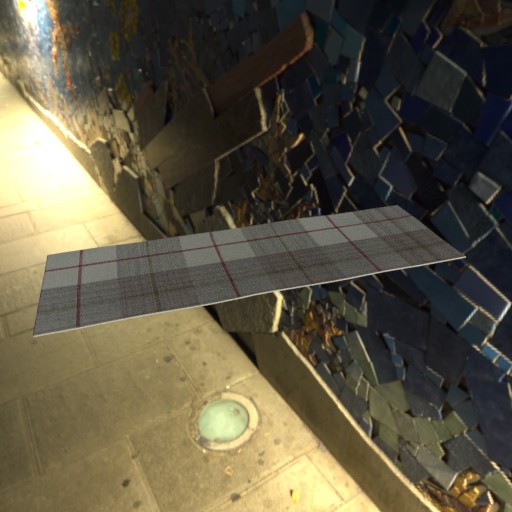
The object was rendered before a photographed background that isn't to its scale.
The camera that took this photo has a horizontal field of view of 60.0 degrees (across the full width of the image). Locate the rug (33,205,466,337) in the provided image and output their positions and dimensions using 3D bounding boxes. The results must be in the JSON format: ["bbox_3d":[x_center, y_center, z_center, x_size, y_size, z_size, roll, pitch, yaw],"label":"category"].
[{"bbox_3d":[0.000,0.000,2.705,2.439,0.013,0.762,-9,33,-14],"label":"rug"}]
